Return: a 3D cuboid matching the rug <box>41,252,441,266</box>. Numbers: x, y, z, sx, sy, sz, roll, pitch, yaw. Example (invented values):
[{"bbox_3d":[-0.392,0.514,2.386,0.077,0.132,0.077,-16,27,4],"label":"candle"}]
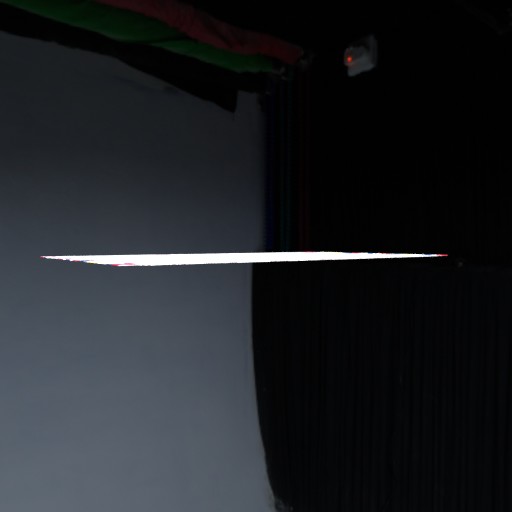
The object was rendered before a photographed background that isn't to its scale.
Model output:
[{"bbox_3d":[0.000,0.000,3.059,2.465,0.012,1.465,-1,2,-37],"label":"rug"}]
